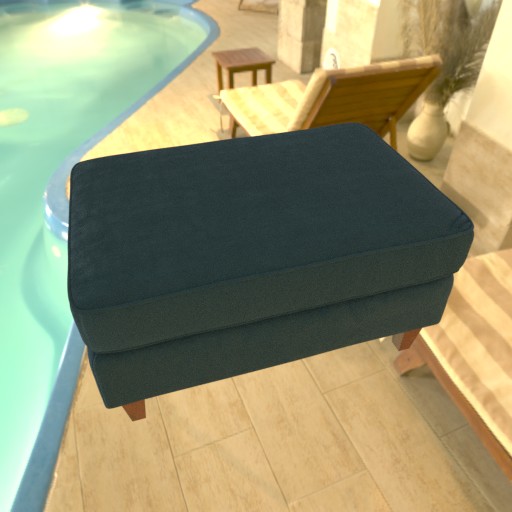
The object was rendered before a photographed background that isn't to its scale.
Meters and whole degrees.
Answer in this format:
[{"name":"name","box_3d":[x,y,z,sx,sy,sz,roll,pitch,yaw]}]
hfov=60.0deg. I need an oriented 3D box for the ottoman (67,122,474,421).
[{"name":"ottoman","box_3d":[0.000,0.000,1.191,0.862,0.484,0.583,-11,42,-13]}]
